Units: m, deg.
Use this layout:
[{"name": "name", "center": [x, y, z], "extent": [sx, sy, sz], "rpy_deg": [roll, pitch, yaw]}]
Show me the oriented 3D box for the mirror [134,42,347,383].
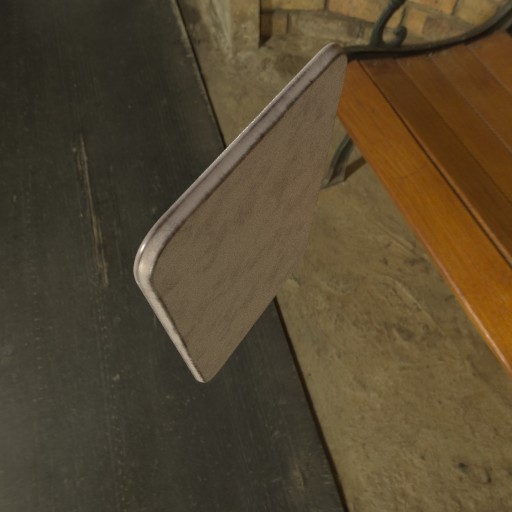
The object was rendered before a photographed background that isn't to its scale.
[{"name": "mirror", "center": [0.000, 0.000, 0.869], "extent": [0.024, 0.713, 0.461], "rpy_deg": [33, 68, 15]}]
